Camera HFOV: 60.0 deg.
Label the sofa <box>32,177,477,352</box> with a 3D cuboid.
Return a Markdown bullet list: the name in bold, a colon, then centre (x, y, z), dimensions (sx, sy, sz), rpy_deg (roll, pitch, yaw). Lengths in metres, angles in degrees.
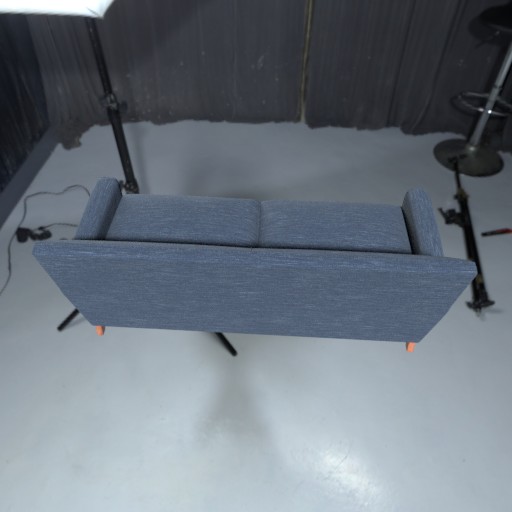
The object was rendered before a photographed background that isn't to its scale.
- **sofa**: centre (0.000, 0.000, 2.474), dimensions (1.976, 0.846, 0.875), rpy_deg (3, 46, 3)
